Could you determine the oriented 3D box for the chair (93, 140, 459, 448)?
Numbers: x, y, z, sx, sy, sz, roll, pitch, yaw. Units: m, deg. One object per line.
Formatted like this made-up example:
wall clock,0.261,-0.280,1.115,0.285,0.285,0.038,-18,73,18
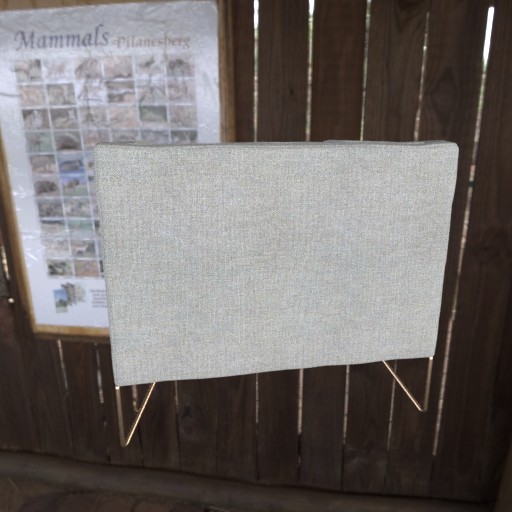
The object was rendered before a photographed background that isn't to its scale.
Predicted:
chair,0.000,0.000,1.567,0.920,0.799,0.912,-3,15,-10
